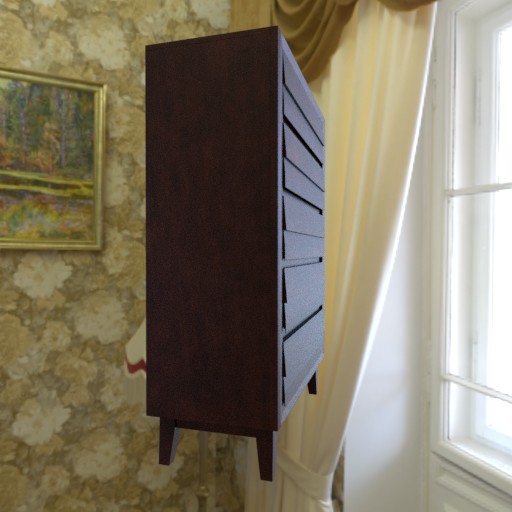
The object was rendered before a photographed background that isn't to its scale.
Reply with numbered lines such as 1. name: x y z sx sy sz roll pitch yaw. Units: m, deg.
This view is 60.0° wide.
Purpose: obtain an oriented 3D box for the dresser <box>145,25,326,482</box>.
1. dresser: 0.000 0.000 2.032 0.506 1.514 1.072 0 1 17
